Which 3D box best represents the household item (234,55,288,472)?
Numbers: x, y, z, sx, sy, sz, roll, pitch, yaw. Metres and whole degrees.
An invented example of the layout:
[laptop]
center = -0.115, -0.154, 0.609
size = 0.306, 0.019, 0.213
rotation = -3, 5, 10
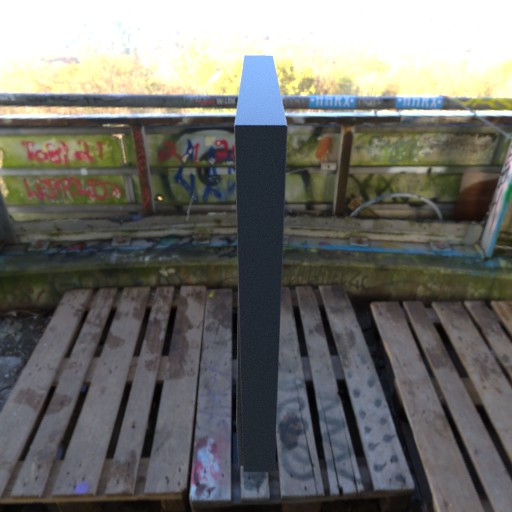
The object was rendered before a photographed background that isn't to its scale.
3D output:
[household item]
center = 0.000, 0.000, 0.235
size = 0.022, 0.178, 0.133
rotation = 0, 33, 0
